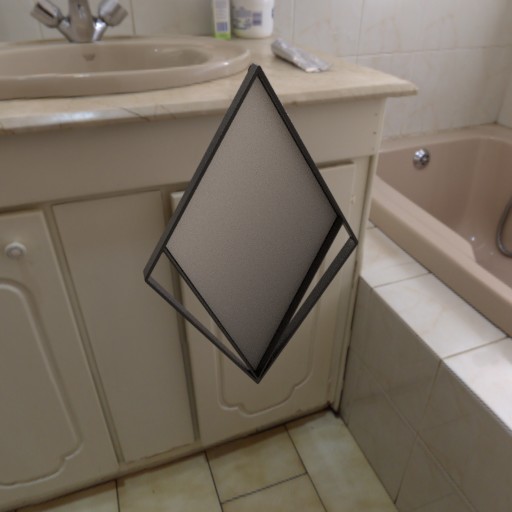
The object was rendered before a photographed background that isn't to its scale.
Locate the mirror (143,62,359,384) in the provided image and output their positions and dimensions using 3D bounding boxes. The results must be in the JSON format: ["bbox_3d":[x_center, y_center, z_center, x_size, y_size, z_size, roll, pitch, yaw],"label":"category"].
[{"bbox_3d":[0.000,0.000,0.841,0.419,0.679,0.032,-10,34,-15],"label":"mirror"}]
